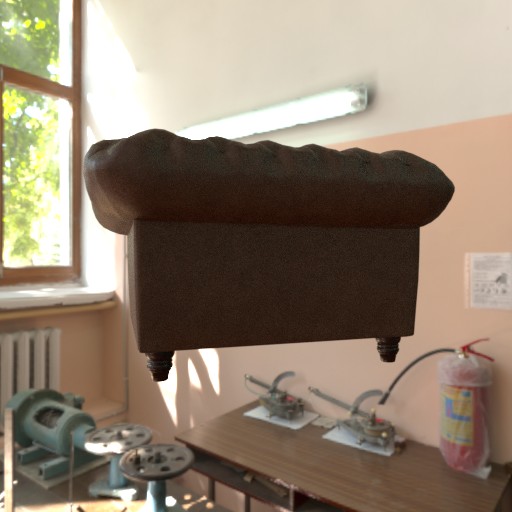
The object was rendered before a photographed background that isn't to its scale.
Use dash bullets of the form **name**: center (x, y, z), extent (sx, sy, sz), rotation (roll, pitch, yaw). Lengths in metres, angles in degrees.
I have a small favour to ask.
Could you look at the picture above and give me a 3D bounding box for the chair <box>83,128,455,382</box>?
- **chair**: center (0.000, 0.000, 1.815), extent (1.298, 0.784, 0.954), rotation (0, 0, -17)
